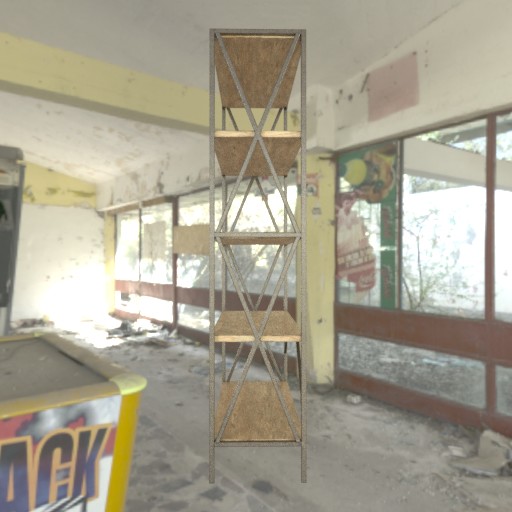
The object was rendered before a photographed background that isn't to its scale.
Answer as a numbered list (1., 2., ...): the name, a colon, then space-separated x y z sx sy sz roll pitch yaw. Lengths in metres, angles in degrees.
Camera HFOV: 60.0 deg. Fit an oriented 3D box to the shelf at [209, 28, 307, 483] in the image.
1. shelf: 0.000 0.000 2.197 0.386 1.803 0.874 0 0 -1
